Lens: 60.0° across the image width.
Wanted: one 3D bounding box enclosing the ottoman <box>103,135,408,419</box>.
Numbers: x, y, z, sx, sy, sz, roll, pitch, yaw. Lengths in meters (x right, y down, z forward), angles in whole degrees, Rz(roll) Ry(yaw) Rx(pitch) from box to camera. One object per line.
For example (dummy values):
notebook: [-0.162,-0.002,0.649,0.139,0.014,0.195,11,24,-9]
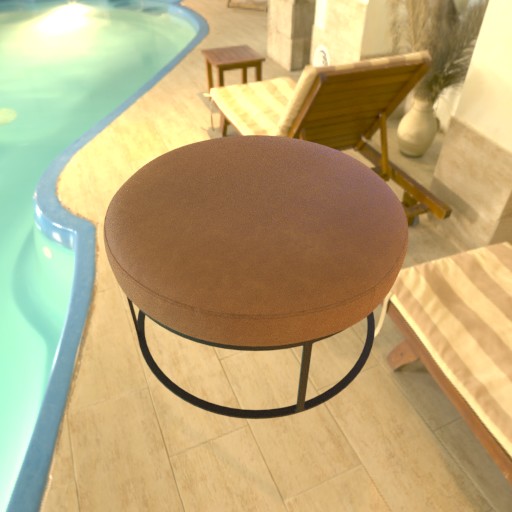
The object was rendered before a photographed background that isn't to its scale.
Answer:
ottoman: [0.000,0.000,1.252,0.771,0.460,0.771,0,41,0]
